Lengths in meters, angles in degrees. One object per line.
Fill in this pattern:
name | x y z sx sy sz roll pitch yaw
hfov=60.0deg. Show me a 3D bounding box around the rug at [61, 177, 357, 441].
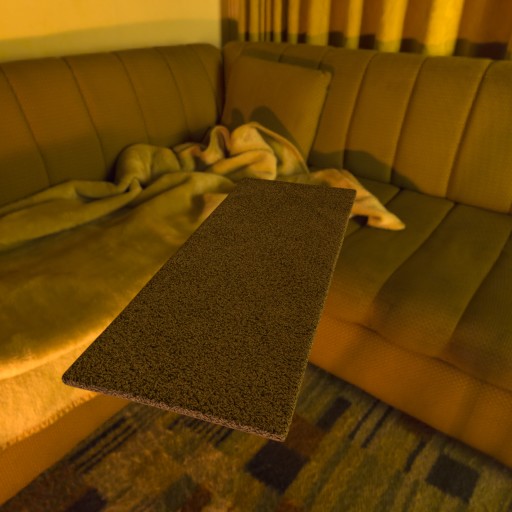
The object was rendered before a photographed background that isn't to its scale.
rug | 0.000 0.000 1.709 0.609 0.030 1.524 9 32 15
